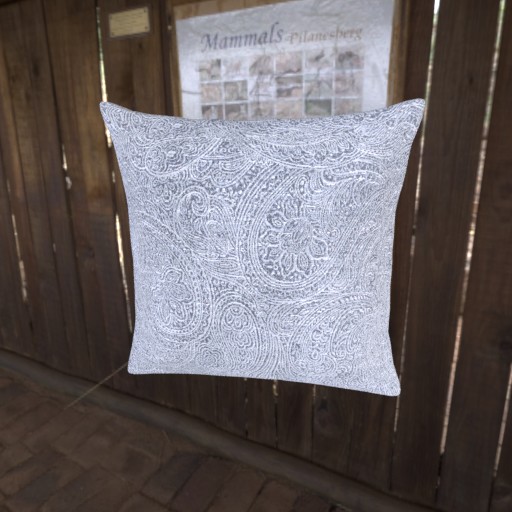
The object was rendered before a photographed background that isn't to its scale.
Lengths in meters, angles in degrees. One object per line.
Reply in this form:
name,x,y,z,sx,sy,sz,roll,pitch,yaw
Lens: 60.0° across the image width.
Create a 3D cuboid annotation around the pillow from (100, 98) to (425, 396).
pillow,0.000,0.000,0.767,0.523,0.510,0.166,3,16,9
